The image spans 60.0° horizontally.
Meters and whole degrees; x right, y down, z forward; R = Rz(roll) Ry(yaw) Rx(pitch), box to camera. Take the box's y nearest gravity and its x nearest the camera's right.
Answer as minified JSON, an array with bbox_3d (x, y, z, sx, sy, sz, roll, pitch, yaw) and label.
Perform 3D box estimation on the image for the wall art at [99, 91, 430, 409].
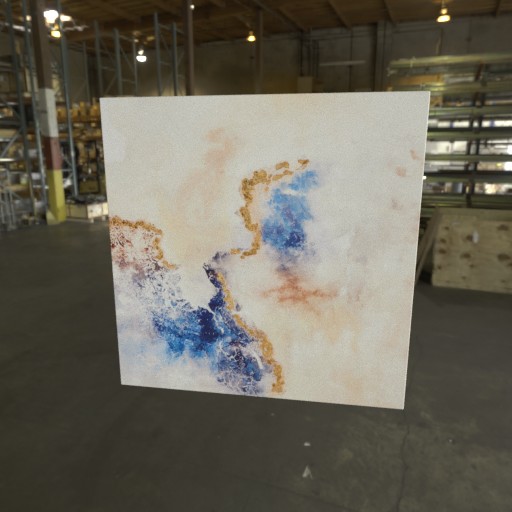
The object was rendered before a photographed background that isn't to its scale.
[{"bbox_3d":[0.000,0.000,1.295,0.889,0.889,0.038,2,13,9],"label":"wall art"}]
